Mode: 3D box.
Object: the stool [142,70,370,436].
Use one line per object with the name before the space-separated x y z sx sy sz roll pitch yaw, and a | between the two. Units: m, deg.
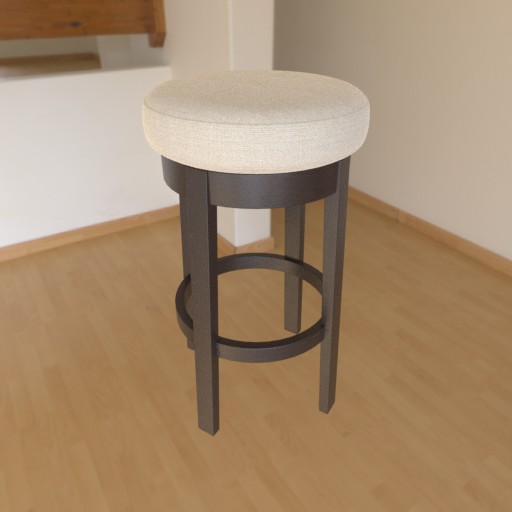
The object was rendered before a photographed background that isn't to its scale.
stool | 0.000 0.000 1.019 0.446 0.758 0.446 0 31 0
